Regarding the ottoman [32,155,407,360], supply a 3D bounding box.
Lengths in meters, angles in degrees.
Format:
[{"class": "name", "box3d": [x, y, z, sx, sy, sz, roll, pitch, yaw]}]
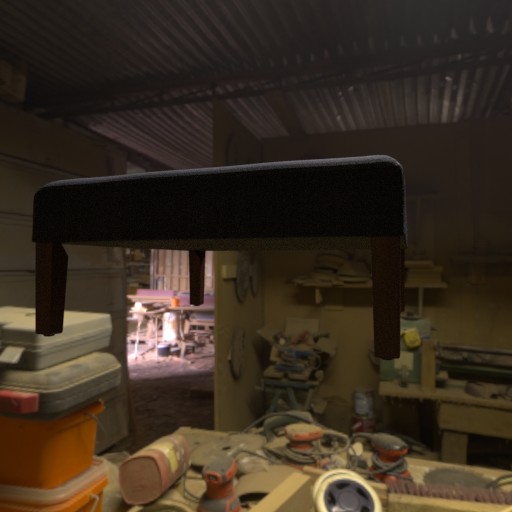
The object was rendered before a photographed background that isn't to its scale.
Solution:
[{"class": "ottoman", "box3d": [0.000, 0.000, 1.378, 0.889, 0.411, 0.890, 0, -1, 19]}]
